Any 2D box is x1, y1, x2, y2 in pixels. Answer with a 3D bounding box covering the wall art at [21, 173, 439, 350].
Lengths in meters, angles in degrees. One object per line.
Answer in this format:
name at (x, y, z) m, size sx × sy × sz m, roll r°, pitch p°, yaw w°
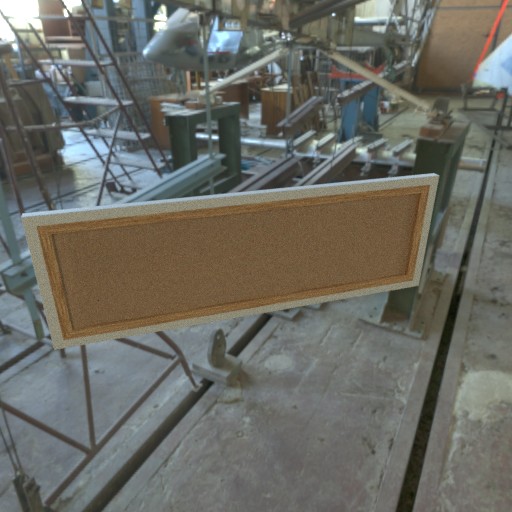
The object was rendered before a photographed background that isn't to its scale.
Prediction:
wall art at (0.000, 0.000, 1.689) m, size 1.520 × 0.507 × 0.039 m, roll -8°, pitch 27°, yaw -16°
